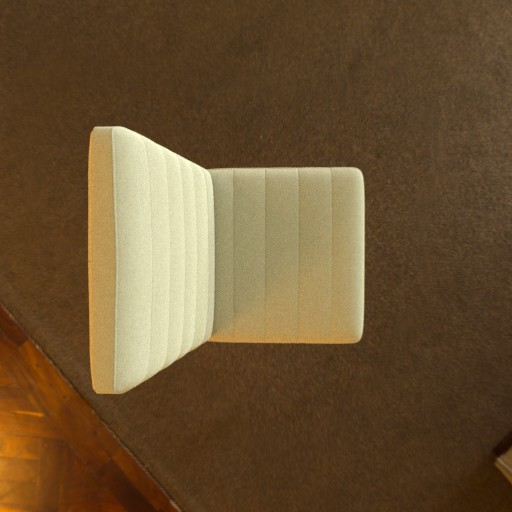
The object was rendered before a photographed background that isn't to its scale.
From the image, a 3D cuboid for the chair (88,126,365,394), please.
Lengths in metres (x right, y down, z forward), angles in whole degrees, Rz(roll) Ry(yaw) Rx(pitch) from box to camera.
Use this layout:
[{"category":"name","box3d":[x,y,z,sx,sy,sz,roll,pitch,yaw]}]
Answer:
[{"category":"chair","box3d":[0.000,0.000,1.277,0.634,0.930,0.520,0,91,0]}]
